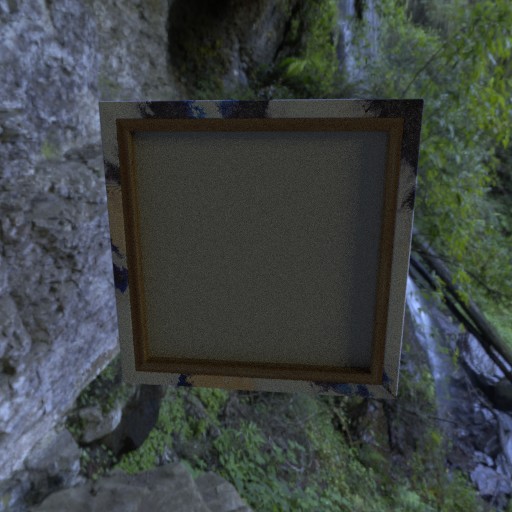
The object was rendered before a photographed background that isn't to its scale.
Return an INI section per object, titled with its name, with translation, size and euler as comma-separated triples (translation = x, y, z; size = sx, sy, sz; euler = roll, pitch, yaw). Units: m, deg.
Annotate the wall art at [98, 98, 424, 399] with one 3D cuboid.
[wall art]
translation = 0.000, 0.000, 0.918
size = 0.609, 0.609, 0.039
euler = 2, 15, 6
